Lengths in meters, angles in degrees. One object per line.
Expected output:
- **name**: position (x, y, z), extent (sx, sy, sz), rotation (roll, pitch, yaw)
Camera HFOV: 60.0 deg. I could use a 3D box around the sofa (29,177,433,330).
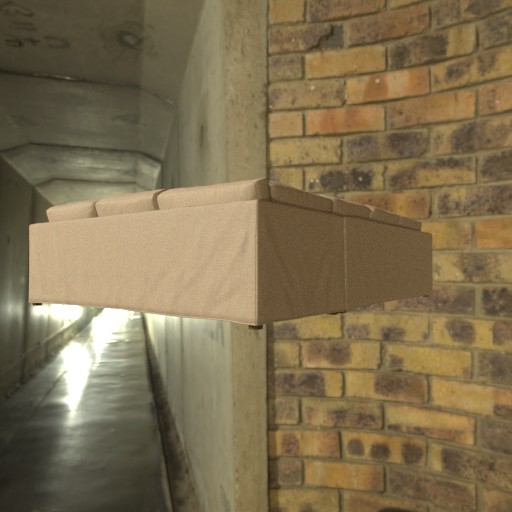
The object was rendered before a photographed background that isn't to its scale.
- **sofa**: position (0.000, 0.000, 4.276), extent (2.432, 0.871, 3.182), rotation (-1, -1, 37)
